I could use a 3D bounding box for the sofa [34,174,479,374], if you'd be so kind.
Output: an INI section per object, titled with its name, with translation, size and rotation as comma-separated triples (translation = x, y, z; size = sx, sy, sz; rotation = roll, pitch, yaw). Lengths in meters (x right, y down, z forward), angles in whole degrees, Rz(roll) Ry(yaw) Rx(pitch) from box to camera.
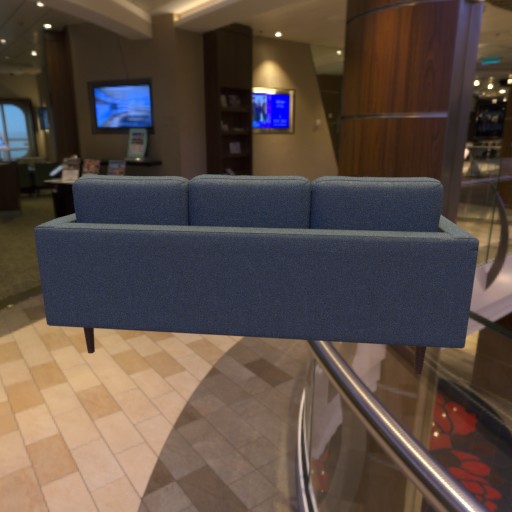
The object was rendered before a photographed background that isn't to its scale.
[sofa]
translation = 0.000, 0.000, 2.487
size = 2.013, 0.945, 0.935
rotation = 2, 16, 7
